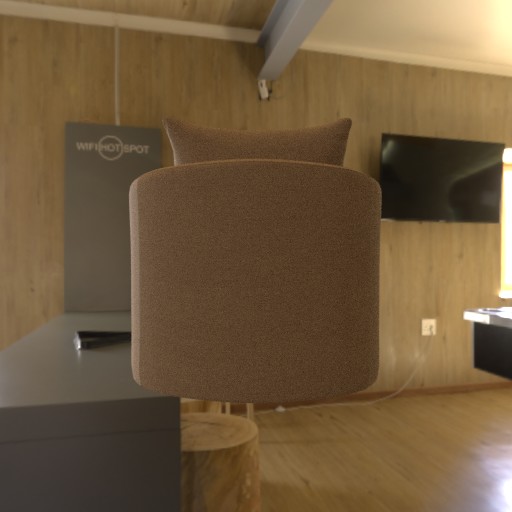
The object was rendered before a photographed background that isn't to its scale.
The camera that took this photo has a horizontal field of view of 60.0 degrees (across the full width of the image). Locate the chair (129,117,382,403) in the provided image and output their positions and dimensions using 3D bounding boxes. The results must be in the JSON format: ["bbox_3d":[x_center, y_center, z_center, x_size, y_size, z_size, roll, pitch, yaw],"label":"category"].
[{"bbox_3d":[0.000,0.000,1.612,0.845,0.848,0.910,0,0,1],"label":"chair"}]
